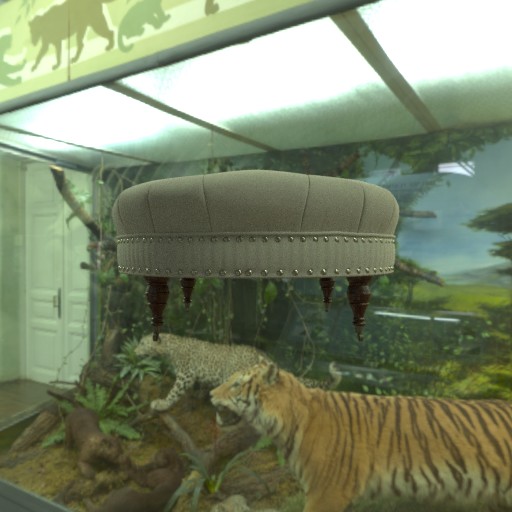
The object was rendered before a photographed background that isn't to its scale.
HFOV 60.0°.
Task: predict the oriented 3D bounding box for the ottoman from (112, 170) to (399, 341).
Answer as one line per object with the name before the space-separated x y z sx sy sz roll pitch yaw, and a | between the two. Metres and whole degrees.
ottoman | 0.000 0.000 1.425 0.901 0.439 0.901 0 1 0
